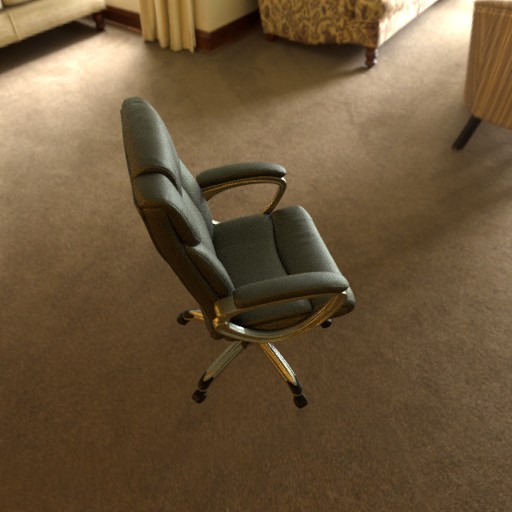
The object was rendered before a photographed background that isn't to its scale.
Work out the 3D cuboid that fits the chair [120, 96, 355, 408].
[{"bbox_3d":[0.000,0.000,1.597,0.719,1.130,0.721,-11,48,-10],"label":"chair"}]
